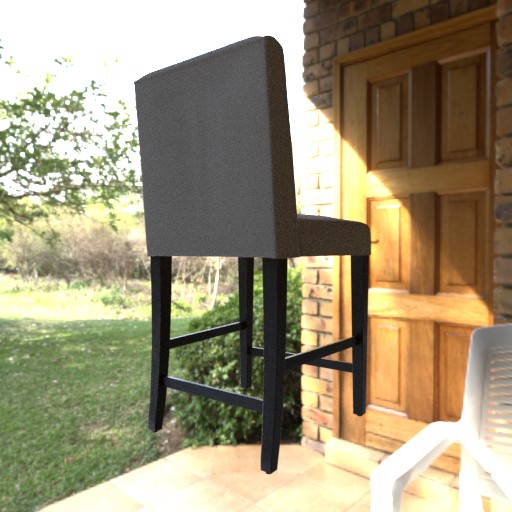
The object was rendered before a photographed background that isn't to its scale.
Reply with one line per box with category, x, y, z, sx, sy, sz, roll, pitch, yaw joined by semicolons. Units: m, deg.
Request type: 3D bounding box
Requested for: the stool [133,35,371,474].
stool;0.000;0.000;1.237;0.474;0.939;0.509;1;1;36
